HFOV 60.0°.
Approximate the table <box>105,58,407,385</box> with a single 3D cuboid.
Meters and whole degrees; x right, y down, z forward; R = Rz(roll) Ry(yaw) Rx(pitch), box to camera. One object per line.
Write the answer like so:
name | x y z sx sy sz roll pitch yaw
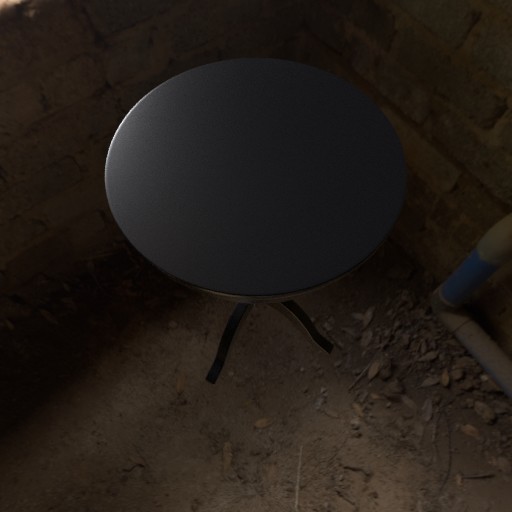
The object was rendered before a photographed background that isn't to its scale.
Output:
table | 0.000 0.000 0.997 0.481 0.665 0.481 0 62 0
